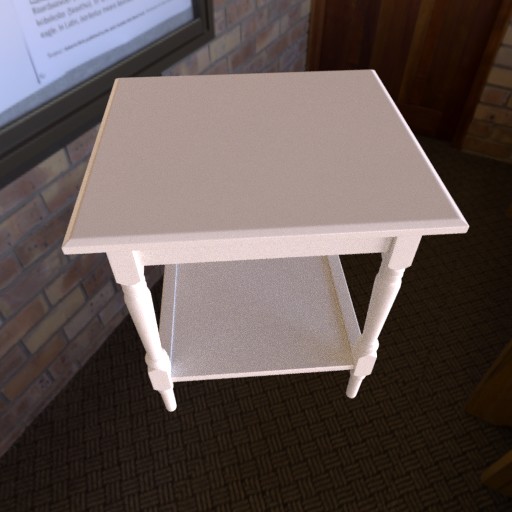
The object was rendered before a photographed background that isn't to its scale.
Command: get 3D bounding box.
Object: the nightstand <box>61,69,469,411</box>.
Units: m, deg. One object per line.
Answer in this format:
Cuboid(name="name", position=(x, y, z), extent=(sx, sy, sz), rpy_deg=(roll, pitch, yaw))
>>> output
Cuboid(name="nightstand", position=(0.000, 0.000, 0.900), extent=(0.505, 0.555, 0.459), rpy_deg=(-3, 46, -3))
